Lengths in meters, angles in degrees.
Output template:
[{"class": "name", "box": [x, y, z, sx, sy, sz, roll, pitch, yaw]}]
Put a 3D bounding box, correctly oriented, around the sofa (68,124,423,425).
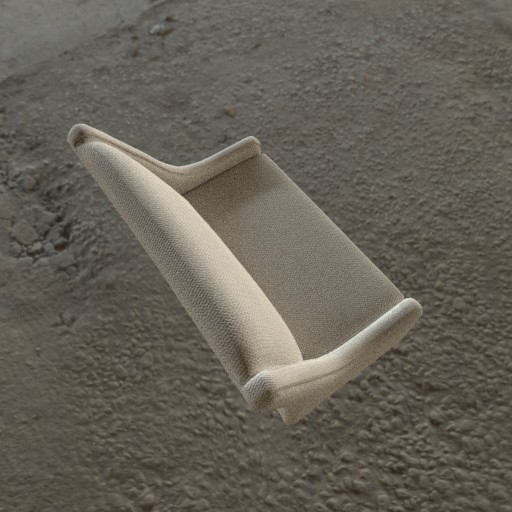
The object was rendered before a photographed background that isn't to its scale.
[{"class": "sofa", "box": [0.000, 0.000, 1.924, 0.870, 1.022, 1.242, -32, 65, -17]}]
